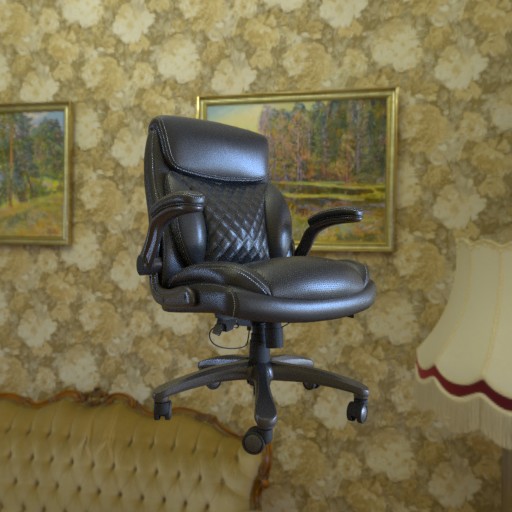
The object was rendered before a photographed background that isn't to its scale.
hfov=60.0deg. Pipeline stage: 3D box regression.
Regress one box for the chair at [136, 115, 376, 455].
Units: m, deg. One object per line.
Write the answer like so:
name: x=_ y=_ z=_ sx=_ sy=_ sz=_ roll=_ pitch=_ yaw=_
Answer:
chair: x=0.000 y=0.000 z=1.621 sx=0.782 sy=1.110 sz=0.724 roll=0 pitch=1 yaw=-37
